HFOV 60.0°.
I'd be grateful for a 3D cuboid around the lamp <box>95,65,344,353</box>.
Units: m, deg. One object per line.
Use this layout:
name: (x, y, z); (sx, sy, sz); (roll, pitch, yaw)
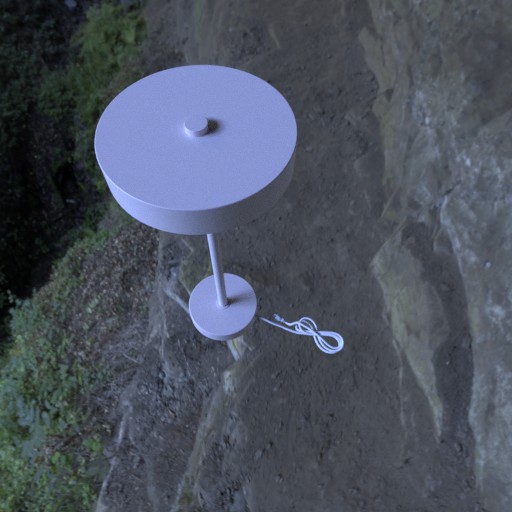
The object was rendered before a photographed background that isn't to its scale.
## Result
lamp: (0.000, 0.000, 0.702); (0.369, 0.508, 0.229); (16, 60, 9)
